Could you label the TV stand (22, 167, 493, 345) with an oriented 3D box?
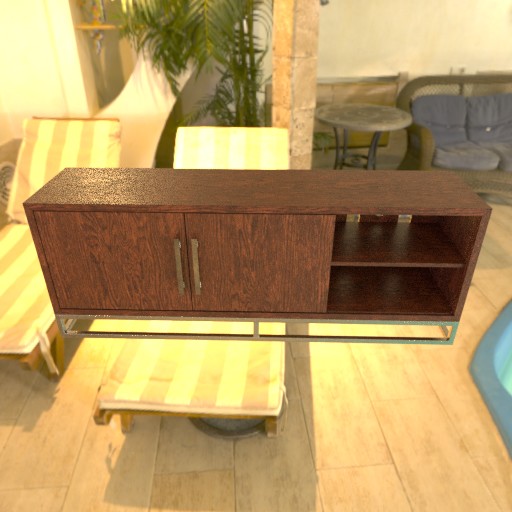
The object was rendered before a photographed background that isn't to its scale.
[{"bbox_3d":[0.000,0.000,1.743,1.541,0.578,0.382,1,30,1],"label":"TV stand"}]
